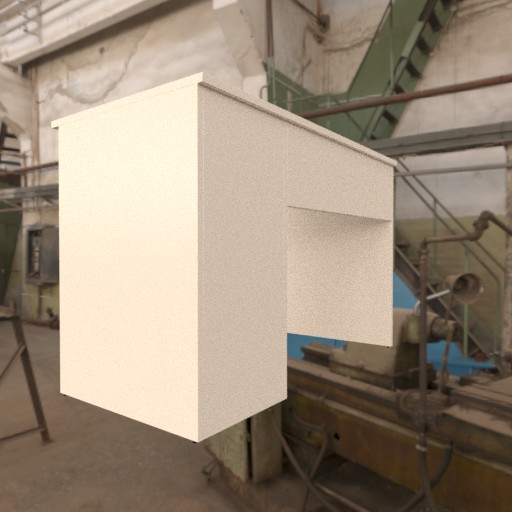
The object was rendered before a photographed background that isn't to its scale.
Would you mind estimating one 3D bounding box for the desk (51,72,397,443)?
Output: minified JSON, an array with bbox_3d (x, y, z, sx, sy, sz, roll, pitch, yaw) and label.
[{"bbox_3d":[0.000,0.000,1.473,0.560,0.735,1.097,1,1,37],"label":"desk"}]
